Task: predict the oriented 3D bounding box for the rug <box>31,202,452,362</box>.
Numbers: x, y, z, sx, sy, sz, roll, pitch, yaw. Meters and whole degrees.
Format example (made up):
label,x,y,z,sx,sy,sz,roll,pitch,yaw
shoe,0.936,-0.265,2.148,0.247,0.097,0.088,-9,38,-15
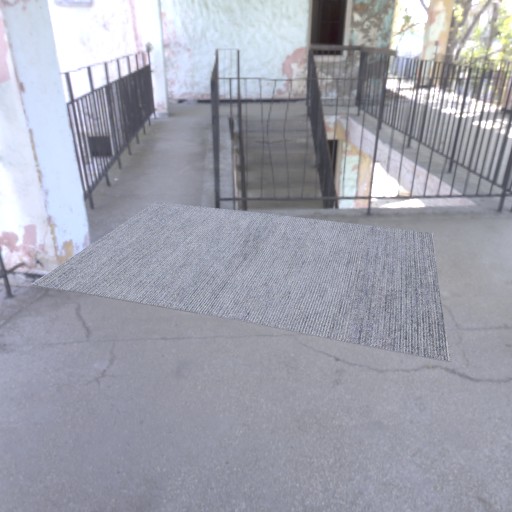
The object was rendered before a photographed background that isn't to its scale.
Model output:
label,x,y,z,sx,sy,sz,roll,pitch,yaw
rug,0.000,0.000,2.270,1.789,0.021,1.159,8,28,15
